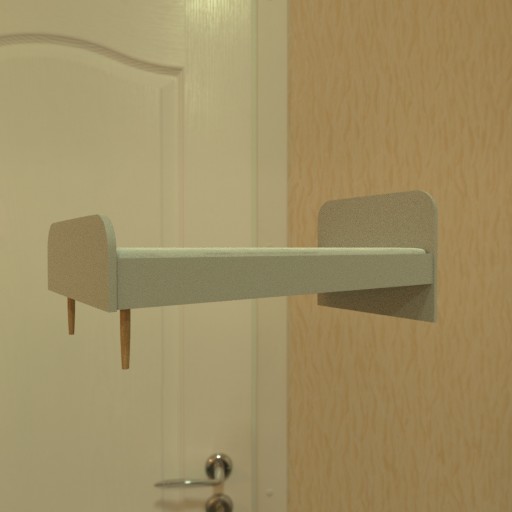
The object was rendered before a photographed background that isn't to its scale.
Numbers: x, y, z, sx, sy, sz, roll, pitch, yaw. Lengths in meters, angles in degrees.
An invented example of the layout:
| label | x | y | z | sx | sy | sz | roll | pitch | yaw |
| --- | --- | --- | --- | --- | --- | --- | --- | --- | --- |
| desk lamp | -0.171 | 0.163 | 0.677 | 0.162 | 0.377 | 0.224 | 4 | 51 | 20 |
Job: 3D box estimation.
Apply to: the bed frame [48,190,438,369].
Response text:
| label | x | y | z | sx | sy | sz | roll | pitch | yaw |
| --- | --- | --- | --- | --- | --- | --- | --- | --- | --- |
| bed frame | 0.000 | 0.000 | 2.484 | 1.963 | 0.805 | 0.998 | -1 | 1 | -36 |
